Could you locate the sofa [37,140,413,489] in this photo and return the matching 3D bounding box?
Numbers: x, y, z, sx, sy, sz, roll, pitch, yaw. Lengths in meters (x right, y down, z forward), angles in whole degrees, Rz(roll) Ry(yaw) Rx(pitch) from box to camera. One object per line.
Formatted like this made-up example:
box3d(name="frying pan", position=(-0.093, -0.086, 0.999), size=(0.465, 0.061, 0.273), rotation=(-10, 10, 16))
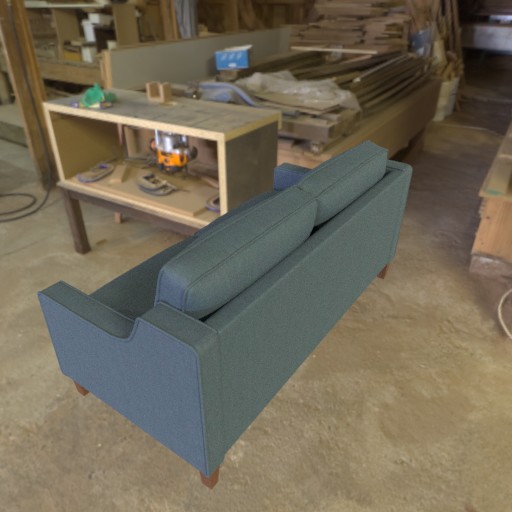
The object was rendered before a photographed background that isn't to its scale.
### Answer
box3d(name="sofa", position=(0.000, 0.000, 2.684), size=(1.066, 1.071, 2.178), rotation=(20, 37, 30))
